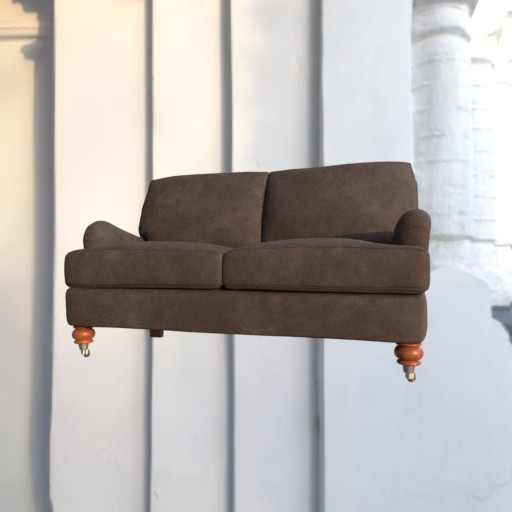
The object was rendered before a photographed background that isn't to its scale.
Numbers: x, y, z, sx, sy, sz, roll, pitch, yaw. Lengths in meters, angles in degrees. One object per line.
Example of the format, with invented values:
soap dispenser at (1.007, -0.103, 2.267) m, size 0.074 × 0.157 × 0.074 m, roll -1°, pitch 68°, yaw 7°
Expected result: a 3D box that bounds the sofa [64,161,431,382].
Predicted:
sofa at (0.000, 0.000, 2.538) m, size 1.853 × 1.101 × 1.084 m, roll 0°, pitch -1°, yaw 18°
